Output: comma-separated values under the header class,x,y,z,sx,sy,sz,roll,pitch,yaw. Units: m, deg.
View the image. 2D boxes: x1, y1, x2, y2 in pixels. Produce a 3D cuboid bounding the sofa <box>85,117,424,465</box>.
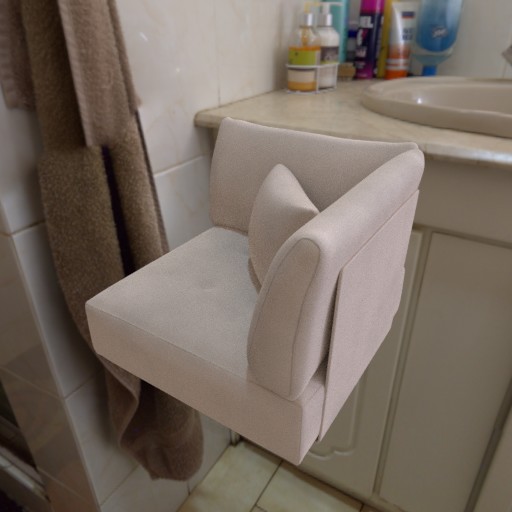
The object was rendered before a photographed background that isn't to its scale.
class,x,y,z,sx,sy,sz,roll,pitch,yaw
sofa,0.000,0.000,1.757,1.000,0.820,1.000,18,33,29
